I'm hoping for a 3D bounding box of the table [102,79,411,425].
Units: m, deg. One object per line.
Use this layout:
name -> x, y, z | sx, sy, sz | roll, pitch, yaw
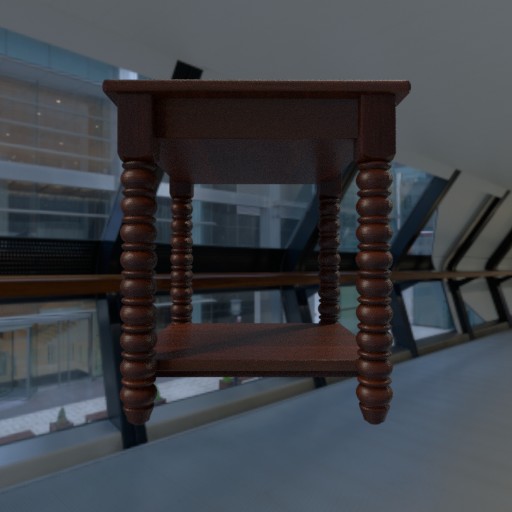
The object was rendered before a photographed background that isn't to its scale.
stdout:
table -> 0.000, 0.000, 0.976 | 0.500, 0.567, 0.533 | 0, 0, 0
